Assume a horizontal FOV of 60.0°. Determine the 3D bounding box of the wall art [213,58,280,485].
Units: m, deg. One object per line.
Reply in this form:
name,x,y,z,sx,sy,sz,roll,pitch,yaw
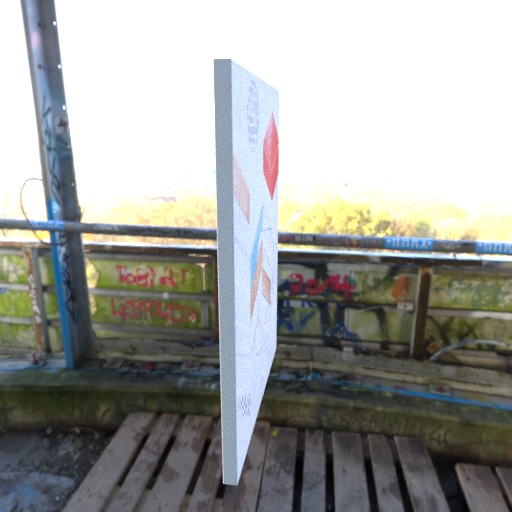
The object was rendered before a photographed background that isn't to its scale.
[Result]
wall art,0.000,0.000,1.640,0.046,1.221,0.914,3,16,10
